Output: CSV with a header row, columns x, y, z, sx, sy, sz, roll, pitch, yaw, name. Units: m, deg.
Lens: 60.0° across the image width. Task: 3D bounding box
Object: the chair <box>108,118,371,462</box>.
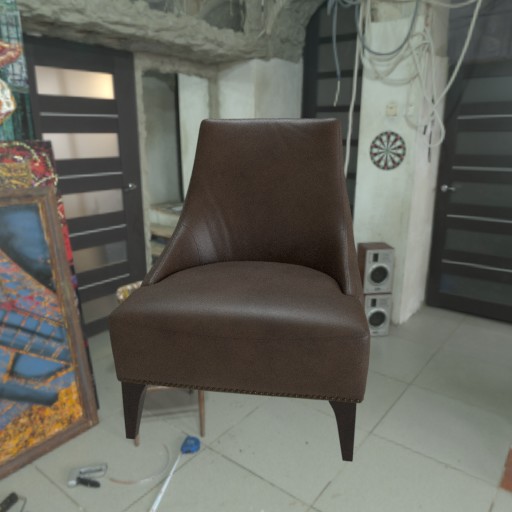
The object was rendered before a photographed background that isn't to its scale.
x,y,z,sx,sy,sz,roll,pitch,yaw,name
0.000,0.000,1.491,0.701,0.909,0.861,2,16,8,chair
